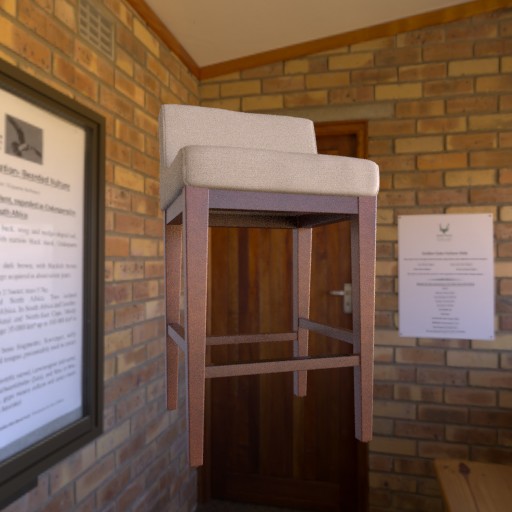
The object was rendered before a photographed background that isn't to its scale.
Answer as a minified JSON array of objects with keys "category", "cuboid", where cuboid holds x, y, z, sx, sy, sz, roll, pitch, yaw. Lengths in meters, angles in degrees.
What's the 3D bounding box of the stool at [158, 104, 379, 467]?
[{"category":"stool","cuboid":[0.000,0.000,1.255,0.511,0.937,0.500,0,-1,-18]}]
